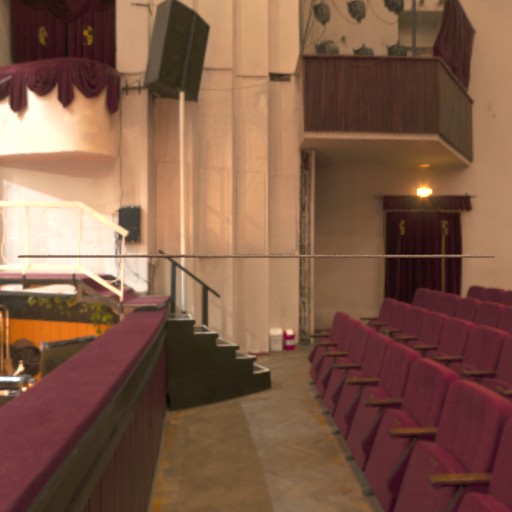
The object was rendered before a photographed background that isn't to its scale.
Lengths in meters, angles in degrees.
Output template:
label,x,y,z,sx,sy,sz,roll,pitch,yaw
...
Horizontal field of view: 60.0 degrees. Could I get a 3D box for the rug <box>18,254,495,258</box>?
label,x,y,z,sx,sy,sz,roll,pitch,yaw
rug,0.000,0.000,1.058,0.867,0.007,0.515,0,0,-1
